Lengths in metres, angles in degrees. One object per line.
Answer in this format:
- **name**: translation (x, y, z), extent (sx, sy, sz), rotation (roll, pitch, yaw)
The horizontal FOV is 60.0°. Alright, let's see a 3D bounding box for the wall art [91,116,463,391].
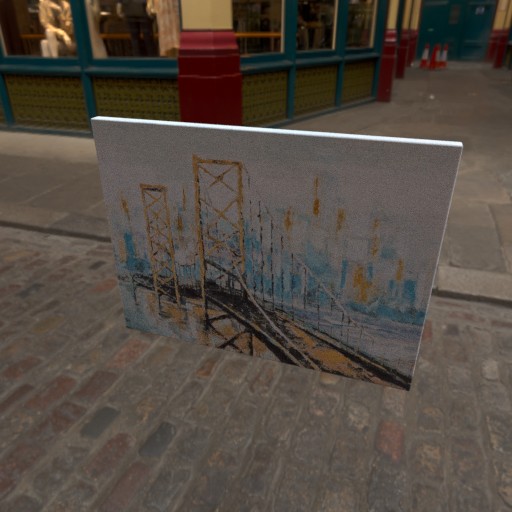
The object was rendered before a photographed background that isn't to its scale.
- **wall art**: translation (0.000, 0.000, 1.352), extent (1.016, 0.762, 0.038), rotation (9, 29, 16)
